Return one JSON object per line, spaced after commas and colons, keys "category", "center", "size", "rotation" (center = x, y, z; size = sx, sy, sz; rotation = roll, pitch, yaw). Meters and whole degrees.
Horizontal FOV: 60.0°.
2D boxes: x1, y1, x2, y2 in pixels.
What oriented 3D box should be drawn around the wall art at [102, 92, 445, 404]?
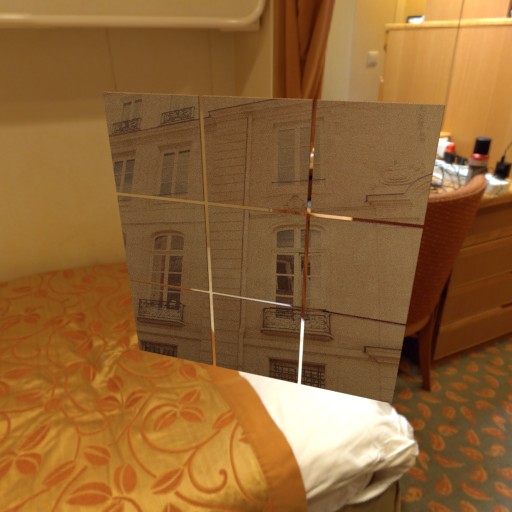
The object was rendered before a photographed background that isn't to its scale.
{"category": "wall art", "center": [0.000, 0.000, 2.246], "size": [1.526, 1.522, 0.023], "rotation": [8, 27, 16]}
